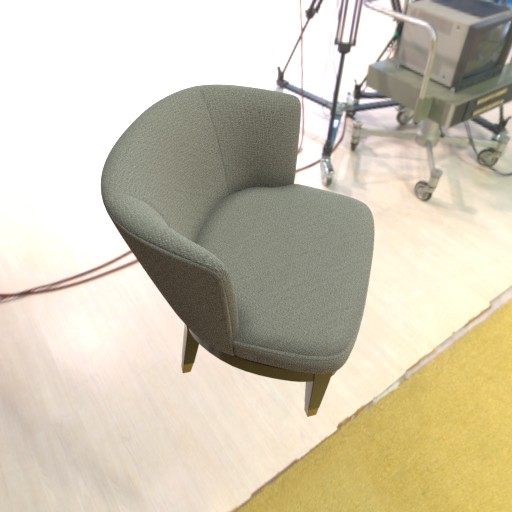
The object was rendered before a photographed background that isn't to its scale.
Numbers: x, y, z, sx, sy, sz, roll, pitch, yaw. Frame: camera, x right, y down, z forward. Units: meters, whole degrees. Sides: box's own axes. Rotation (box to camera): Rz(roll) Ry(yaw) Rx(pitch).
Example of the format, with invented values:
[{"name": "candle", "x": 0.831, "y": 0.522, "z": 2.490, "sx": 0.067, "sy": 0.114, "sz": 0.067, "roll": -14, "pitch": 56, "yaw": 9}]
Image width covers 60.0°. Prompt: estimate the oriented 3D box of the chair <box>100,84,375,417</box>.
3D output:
[{"name": "chair", "x": 0.000, "y": 0.000, "z": 1.306, "sx": 0.660, "sy": 0.760, "sz": 0.700, "roll": 12, "pitch": 48, "yaw": 11}]
